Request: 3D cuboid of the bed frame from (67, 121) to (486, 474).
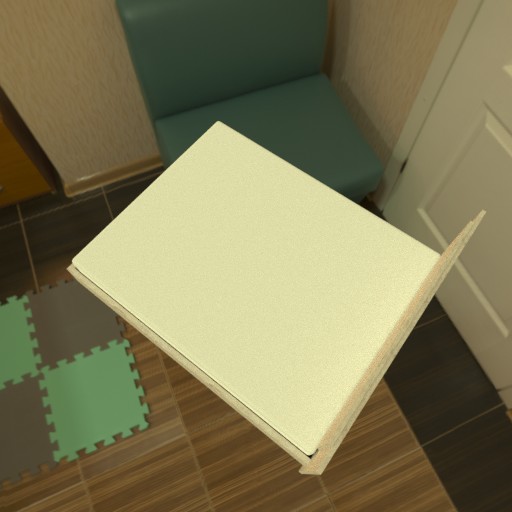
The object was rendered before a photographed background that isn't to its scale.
[{"bbox_3d":[0.000,0.000,3.005,2.080,0.970,1.750,35,69,15],"label":"bed frame"}]
